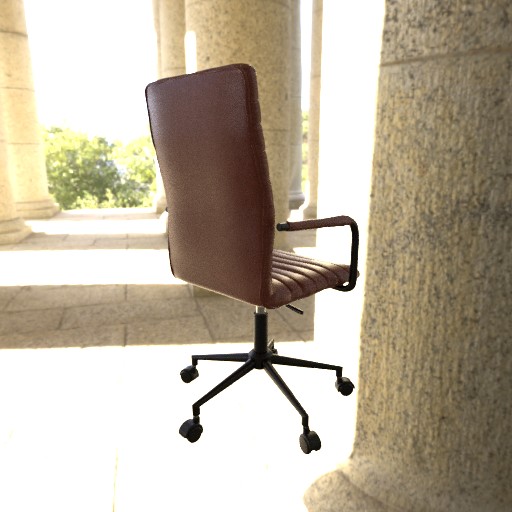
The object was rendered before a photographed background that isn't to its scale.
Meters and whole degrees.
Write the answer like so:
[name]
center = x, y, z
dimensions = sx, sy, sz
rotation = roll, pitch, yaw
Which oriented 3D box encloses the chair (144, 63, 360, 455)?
[chair]
center = 0.000, 0.000, 1.323
dimensions = 0.580, 0.979, 0.608
rotation = -12, 18, -43
